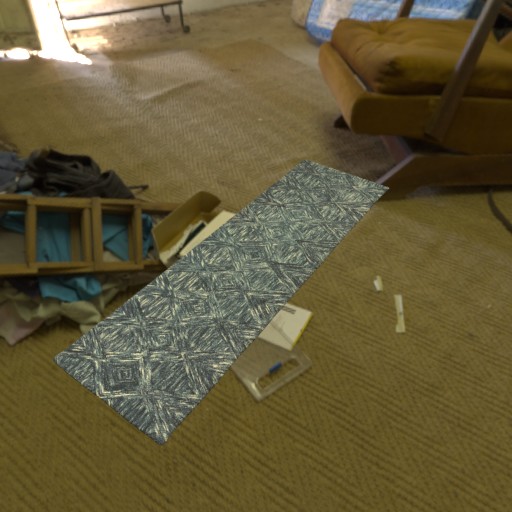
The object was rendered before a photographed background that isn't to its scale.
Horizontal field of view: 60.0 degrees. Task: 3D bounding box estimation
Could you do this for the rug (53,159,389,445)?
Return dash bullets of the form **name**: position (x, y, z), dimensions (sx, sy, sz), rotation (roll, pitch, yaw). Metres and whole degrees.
- **rug**: position (0.000, 0.000, 2.620), dimensions (0.719, 0.013, 2.306), rotation (25, 47, 26)
